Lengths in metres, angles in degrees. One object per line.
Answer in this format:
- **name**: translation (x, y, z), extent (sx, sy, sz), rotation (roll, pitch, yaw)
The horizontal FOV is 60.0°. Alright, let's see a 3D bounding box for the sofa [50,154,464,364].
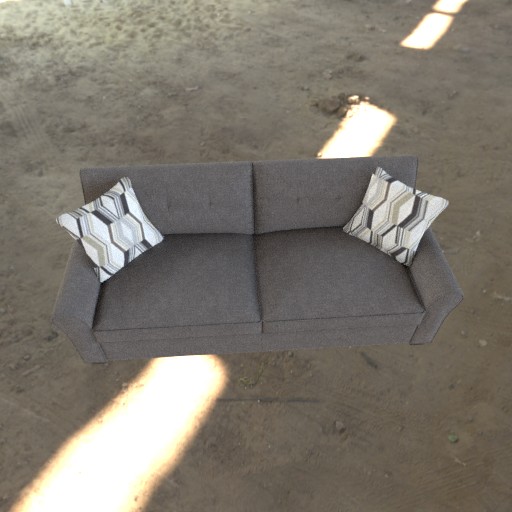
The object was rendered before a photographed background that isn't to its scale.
- **sofa**: translation (0.000, 0.000, 2.502), extent (2.032, 0.813, 0.889), rotation (-3, 47, -3)
